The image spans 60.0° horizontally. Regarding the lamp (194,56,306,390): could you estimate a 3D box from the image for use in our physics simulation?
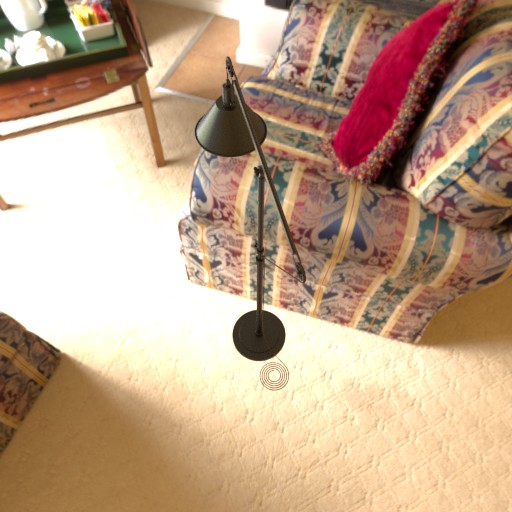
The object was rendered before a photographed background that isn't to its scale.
[{"bbox_3d":[0.000,0.000,2.011,0.319,1.626,0.904,-16,59,-10],"label":"lamp"}]
